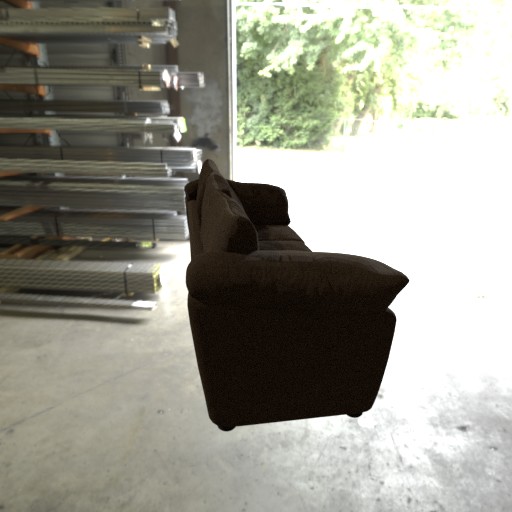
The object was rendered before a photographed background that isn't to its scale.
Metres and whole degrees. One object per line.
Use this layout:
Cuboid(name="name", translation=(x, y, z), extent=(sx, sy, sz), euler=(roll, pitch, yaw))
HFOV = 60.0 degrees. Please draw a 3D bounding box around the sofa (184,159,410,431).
Cuboid(name="sofa", translation=(0.000, 0.000, 2.839), extent=(0.878, 1.015, 2.336), euler=(-3, 18, -8))
